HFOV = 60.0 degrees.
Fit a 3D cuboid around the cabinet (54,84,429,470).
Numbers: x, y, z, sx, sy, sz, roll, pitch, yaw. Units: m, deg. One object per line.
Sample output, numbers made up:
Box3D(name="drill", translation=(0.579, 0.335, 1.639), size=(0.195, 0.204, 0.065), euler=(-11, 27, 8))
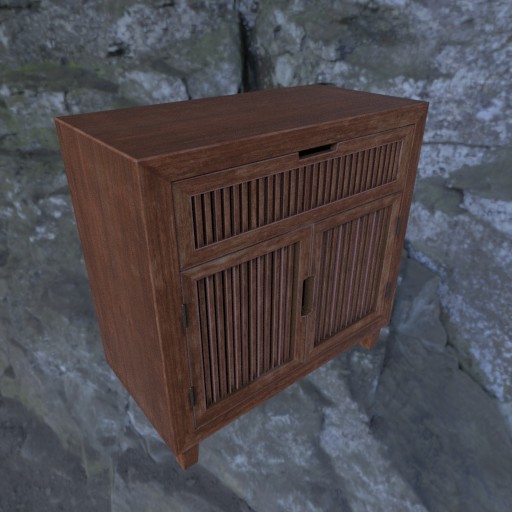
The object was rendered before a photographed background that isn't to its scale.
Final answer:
Box3D(name="cabinet", translation=(0.000, 0.000, 1.224), size=(0.796, 0.785, 0.412), euler=(-21, 35, -33))
